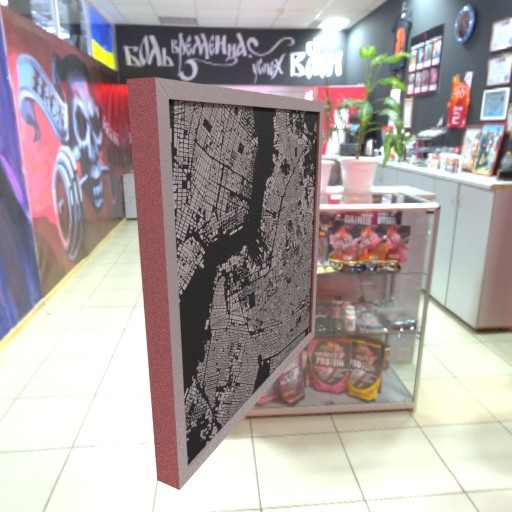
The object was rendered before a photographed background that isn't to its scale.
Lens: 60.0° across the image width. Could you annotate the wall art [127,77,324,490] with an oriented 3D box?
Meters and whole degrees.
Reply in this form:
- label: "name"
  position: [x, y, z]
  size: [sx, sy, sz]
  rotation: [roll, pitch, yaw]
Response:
- label: "wall art"
  position: [0.000, 0.000, 0.735]
  size: [0.038, 0.506, 0.506]
  rotation: [8, 18, 26]
